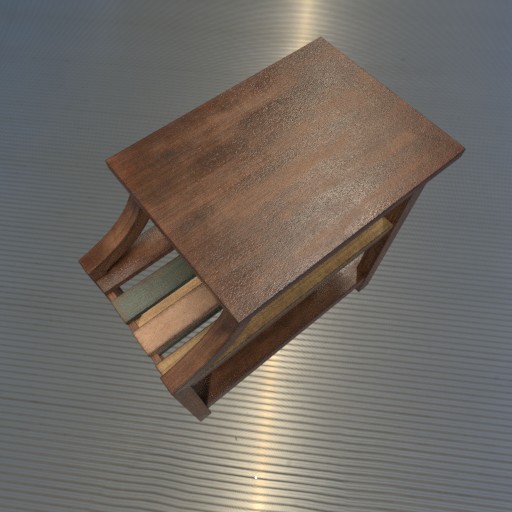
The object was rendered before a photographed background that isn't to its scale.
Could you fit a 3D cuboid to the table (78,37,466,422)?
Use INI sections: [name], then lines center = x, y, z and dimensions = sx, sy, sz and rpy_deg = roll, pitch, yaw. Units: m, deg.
[table]
center = 0.000, 0.000, 0.972
dimensions = 0.609, 0.584, 0.356
rpy_deg = -36, 69, -16
